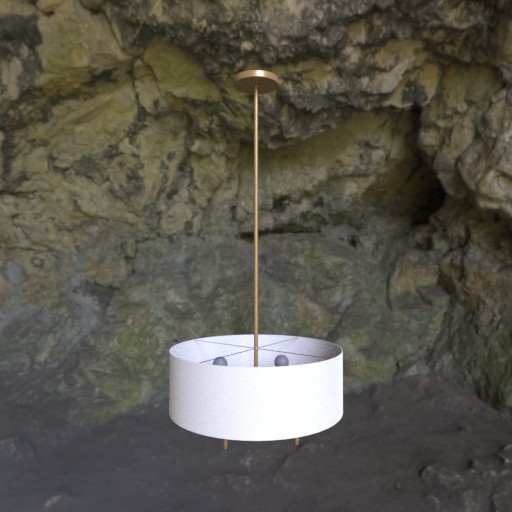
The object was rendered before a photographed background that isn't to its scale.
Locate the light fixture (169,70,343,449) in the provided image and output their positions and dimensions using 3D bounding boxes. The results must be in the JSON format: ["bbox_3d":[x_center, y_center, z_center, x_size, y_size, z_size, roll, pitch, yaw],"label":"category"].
[{"bbox_3d":[0.000,0.000,1.329,0.508,1.067,0.508,0,-1,0],"label":"light fixture"}]
